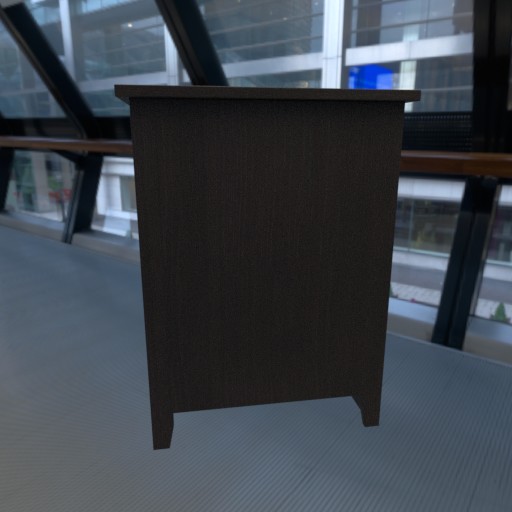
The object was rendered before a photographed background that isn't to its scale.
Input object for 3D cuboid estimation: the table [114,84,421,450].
[{"bbox_3d":[0.000,0.000,0.942,0.480,0.635,0.381,-2,15,-9],"label":"table"}]
